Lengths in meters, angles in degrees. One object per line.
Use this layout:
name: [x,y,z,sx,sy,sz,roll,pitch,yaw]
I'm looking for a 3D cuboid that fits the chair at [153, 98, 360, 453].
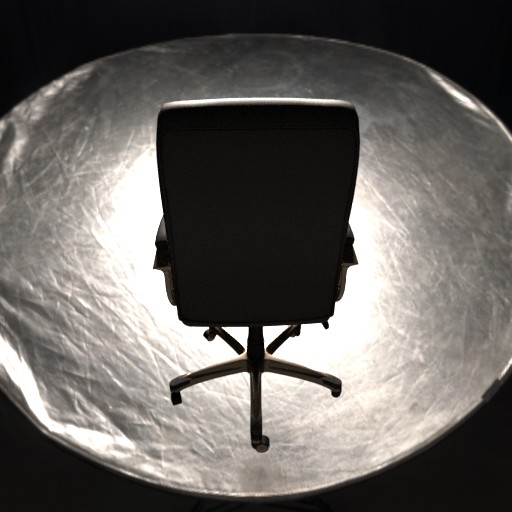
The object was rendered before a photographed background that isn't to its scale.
chair: [0.000,0.000,1.601,0.694,1.188,0.748,-1,30,-2]
